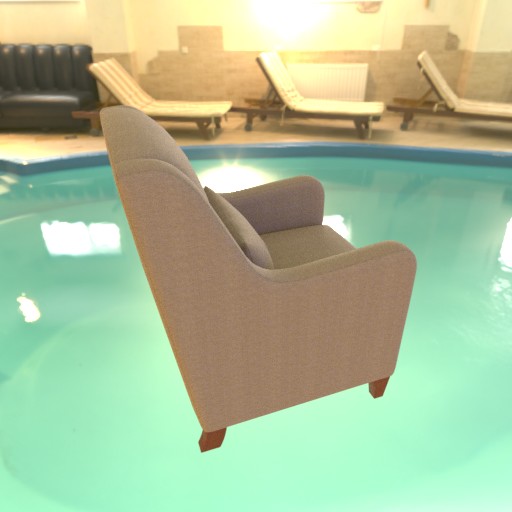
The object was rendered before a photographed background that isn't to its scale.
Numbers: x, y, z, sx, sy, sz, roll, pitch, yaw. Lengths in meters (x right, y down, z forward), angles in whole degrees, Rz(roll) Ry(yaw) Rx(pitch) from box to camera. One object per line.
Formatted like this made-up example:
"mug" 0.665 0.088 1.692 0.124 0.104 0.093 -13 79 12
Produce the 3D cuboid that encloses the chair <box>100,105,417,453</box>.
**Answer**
"chair" 0.000 0.000 1.586 0.890 1.017 0.715 -10 32 -17
